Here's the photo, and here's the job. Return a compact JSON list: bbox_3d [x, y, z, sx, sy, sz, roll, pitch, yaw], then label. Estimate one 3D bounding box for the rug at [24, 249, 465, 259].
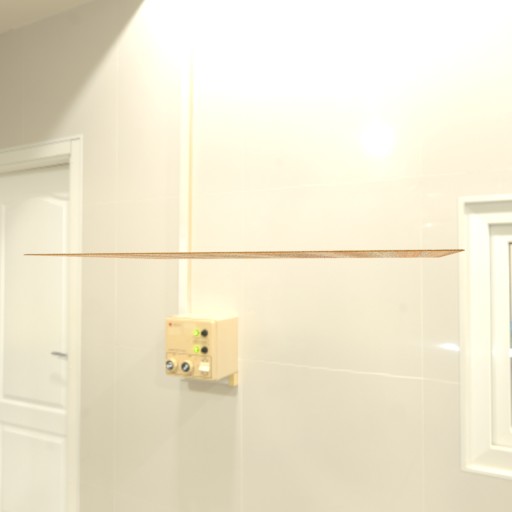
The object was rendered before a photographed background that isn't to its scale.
[{"bbox_3d":[0.000,0.000,2.923,2.336,0.007,1.525,0,-1,19],"label":"rug"}]
